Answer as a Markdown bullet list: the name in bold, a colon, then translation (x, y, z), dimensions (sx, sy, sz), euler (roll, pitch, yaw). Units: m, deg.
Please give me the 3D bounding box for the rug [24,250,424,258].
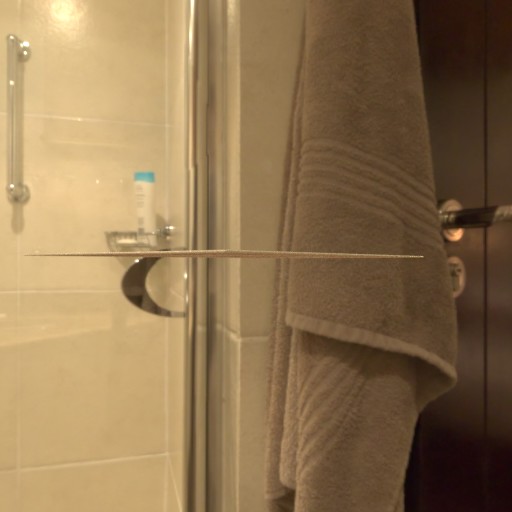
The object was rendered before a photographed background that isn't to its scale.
- **rug**: translation (0.000, 0.000, 1.094), dimensions (0.556, 0.004, 0.868), euler (-1, -1, 37)
